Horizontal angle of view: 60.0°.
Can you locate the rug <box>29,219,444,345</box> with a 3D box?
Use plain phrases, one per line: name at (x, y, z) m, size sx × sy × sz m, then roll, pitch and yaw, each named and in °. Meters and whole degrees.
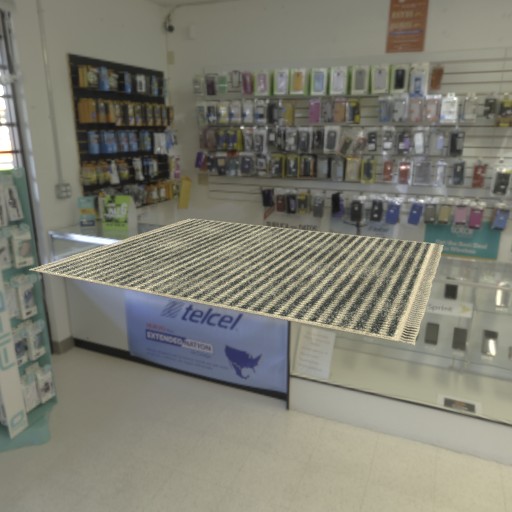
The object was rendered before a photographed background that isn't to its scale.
rug at (0.000, 0.000, 3.871) m, size 2.910 × 0.013 × 2.256 m, roll 8°, pitch 18°, yaw 25°
